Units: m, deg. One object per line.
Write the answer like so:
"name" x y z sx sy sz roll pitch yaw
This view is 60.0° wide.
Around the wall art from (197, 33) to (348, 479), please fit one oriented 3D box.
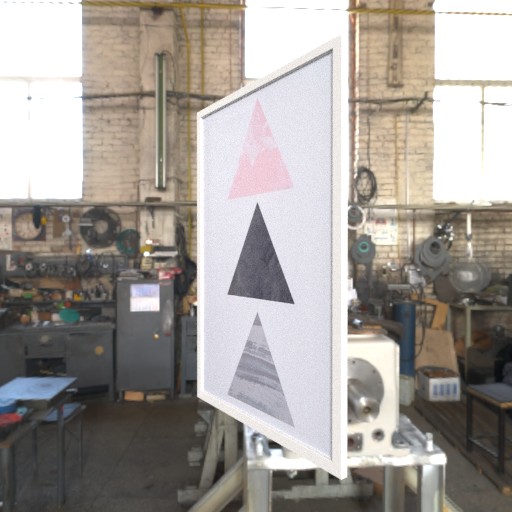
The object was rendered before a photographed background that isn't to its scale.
"wall art" 0.000 0.000 0.840 0.013 0.656 0.456 0 1 -35
